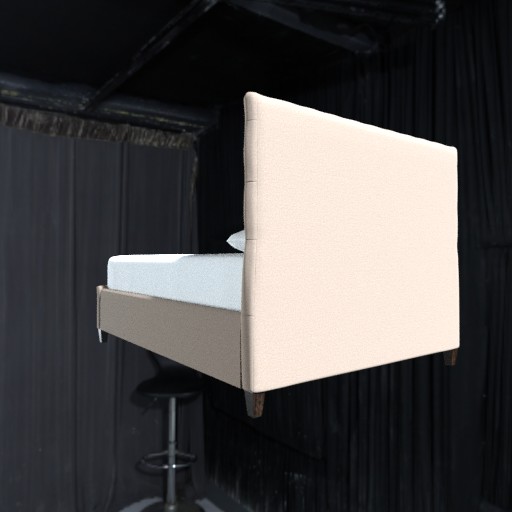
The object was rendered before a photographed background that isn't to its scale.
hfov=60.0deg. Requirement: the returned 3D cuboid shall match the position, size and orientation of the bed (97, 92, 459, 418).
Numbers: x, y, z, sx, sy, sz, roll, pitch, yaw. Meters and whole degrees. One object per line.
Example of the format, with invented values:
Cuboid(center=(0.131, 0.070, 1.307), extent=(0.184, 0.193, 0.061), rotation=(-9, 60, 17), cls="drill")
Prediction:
Cuboid(center=(0.000, 0.000, 3.294), extent=(1.696, 1.426, 2.233), rotation=(0, 0, -36), cls="bed")
